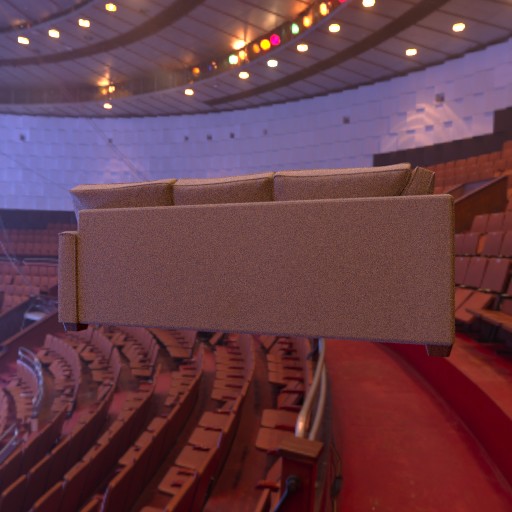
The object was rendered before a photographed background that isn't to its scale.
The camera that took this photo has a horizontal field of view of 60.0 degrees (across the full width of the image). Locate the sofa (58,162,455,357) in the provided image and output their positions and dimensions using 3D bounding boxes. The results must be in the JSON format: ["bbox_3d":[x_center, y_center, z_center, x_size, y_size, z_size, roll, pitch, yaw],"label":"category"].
[{"bbox_3d":[0.000,0.000,2.921,2.317,0.962,1.061,0,0,19],"label":"sofa"}]
